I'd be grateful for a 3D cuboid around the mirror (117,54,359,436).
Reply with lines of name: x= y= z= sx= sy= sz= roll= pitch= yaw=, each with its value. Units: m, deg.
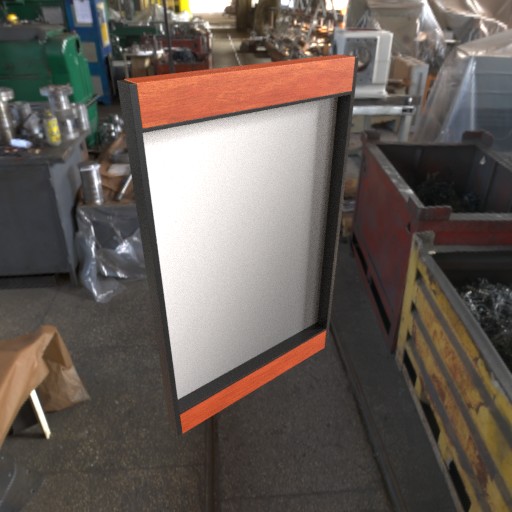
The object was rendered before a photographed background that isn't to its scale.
mirror: x=0.000 y=0.000 z=1.036 sx=0.525 sy=0.823 sz=0.047 roll=-22 pitch=37 yaw=-32
